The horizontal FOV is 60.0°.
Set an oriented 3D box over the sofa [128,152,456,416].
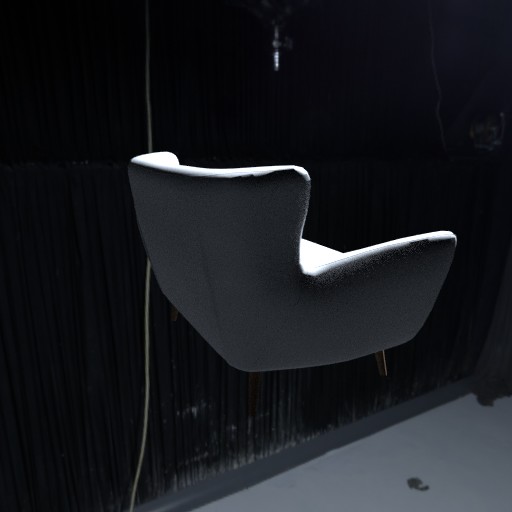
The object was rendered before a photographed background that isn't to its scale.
[{"bbox_3d":[0.000,0.000,1.991,0.921,0.878,1.424,-8,17,-26],"label":"sofa"}]
